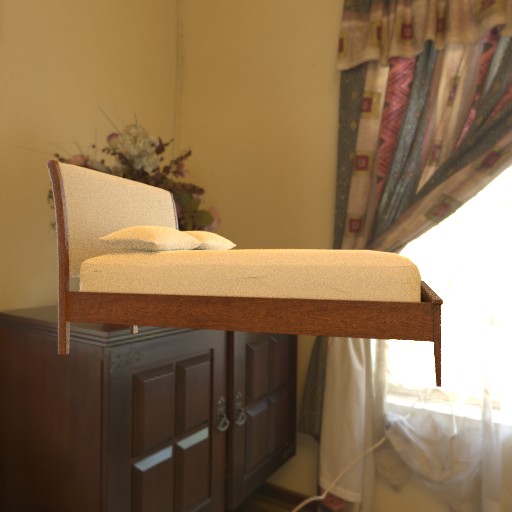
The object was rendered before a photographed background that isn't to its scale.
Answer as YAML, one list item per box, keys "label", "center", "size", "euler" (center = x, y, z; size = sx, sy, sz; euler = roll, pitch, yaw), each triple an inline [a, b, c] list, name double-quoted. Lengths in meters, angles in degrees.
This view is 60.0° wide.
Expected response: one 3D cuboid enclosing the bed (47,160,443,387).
- label: "bed"
  center: [0.000, 0.000, 3.236]
  size: [2.380, 1.250, 1.612]
  euler: [0, 0, 18]
